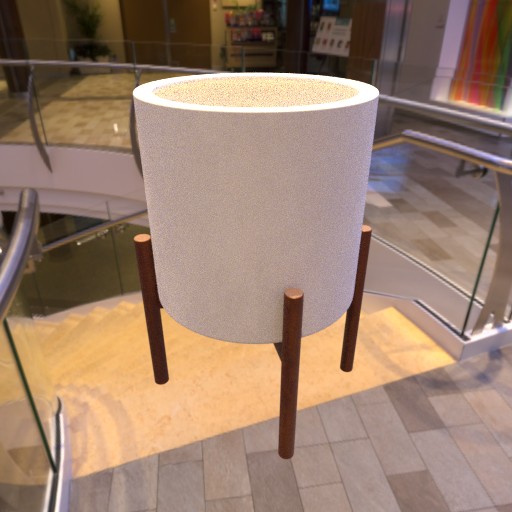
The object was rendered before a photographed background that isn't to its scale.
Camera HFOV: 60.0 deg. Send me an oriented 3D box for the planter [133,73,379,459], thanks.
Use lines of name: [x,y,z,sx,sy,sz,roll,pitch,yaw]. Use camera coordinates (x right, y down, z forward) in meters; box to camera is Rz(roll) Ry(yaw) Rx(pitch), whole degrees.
planter: [0.000,0.000,0.933,0.417,0.670,0.417,19,34,30]
